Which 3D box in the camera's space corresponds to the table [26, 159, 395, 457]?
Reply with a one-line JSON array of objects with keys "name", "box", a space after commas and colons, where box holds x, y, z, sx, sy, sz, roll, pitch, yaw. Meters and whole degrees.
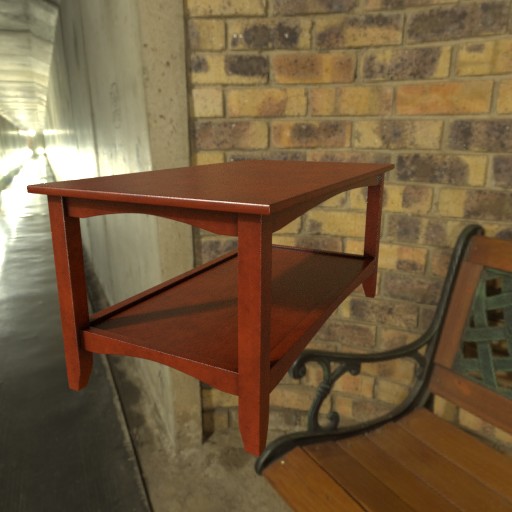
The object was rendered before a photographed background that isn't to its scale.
[{"name": "table", "box": [0.000, 0.000, 1.217, 0.533, 0.456, 0.943, 8, 18, 26]}]
